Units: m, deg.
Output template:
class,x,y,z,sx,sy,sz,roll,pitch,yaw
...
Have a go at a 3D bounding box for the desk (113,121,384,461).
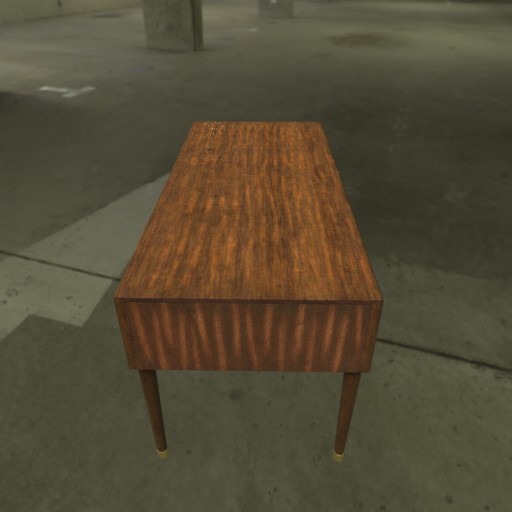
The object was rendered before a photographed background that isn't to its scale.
class,x,y,z,sx,sy,sz,roll,pitch,yaw
desk,0.000,0.000,2.028,0.724,0.762,1.575,1,33,1
